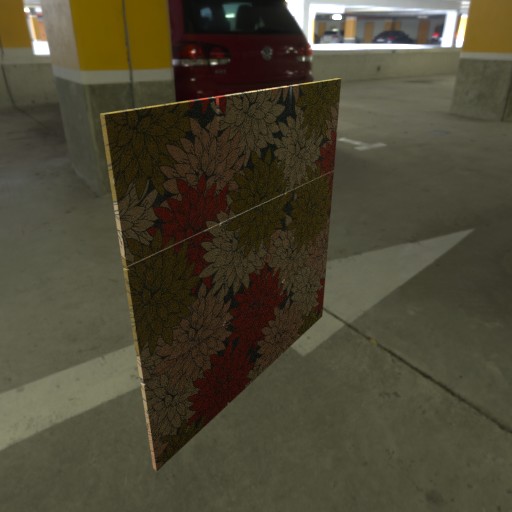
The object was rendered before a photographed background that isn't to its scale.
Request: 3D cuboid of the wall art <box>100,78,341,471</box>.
[{"bbox_3d":[0.000,0.000,1.302,0.013,0.913,0.904,18,32,32],"label":"wall art"}]
